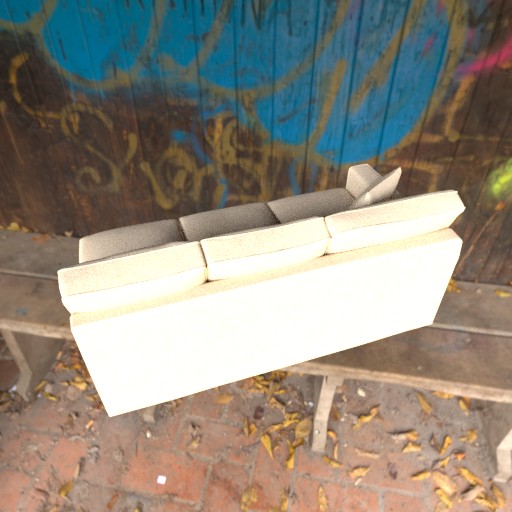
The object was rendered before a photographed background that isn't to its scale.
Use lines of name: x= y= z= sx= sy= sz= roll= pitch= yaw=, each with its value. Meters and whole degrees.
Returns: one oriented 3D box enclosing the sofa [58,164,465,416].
sofa: x=0.000 y=0.000 z=2.575 sx=1.962 sy=0.946 sz=1.034 roll=-13 pitch=43 yaw=-14
